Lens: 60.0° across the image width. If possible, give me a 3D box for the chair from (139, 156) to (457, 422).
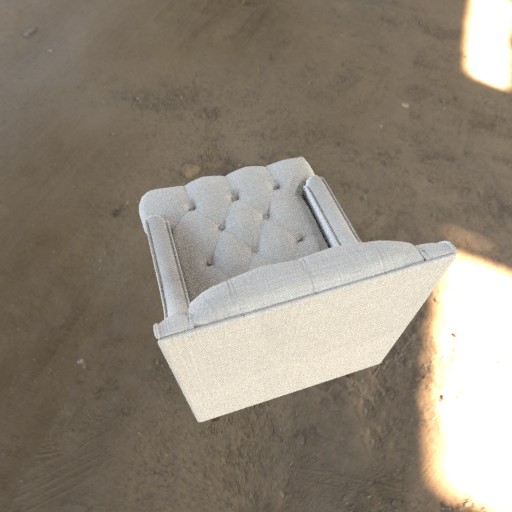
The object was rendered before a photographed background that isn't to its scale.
[{"bbox_3d":[0.000,0.000,1.415,0.658,0.891,0.772,-15,59,-9],"label":"chair"}]
